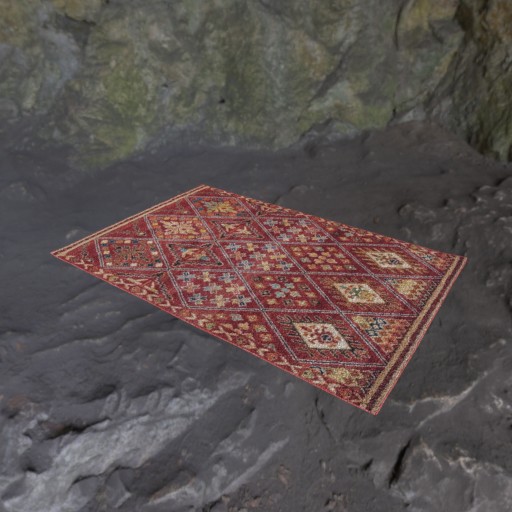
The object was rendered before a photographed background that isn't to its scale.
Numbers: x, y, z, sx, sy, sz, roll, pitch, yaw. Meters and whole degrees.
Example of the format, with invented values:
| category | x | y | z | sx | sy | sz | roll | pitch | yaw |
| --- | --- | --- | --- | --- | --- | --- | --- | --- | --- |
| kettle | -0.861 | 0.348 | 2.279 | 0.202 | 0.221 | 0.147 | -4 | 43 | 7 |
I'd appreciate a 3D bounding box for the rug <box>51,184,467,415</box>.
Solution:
| category | x | y | z | sx | sy | sz | roll | pitch | yaw |
| --- | --- | --- | --- | --- | --- | --- | --- | --- | --- |
| rug | 0.000 | 0.000 | 2.908 | 2.286 | 0.026 | 1.521 | 20 | 36 | 30 |
